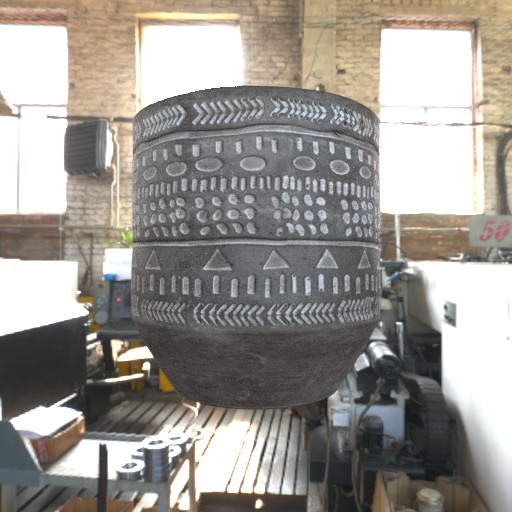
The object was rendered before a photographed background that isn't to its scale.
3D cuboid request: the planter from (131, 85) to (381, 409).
[{"bbox_3d":[0.000,0.000,0.225,0.122,0.128,0.122,0,0,0],"label":"planter"}]
